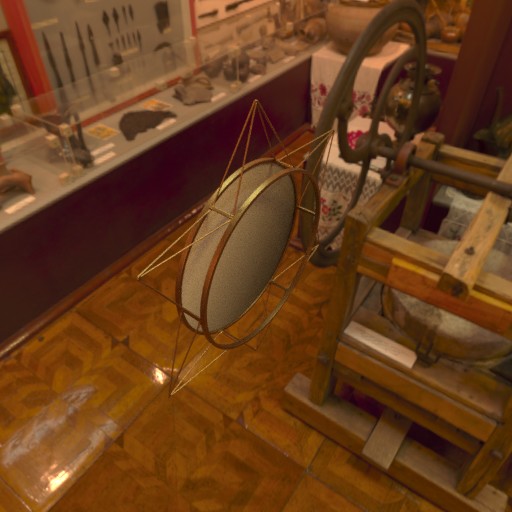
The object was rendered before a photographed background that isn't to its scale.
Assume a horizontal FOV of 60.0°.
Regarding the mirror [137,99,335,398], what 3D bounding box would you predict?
[{"bbox_3d":[0.000,0.000,0.801,0.062,0.581,0.498,27,49,26],"label":"mirror"}]
